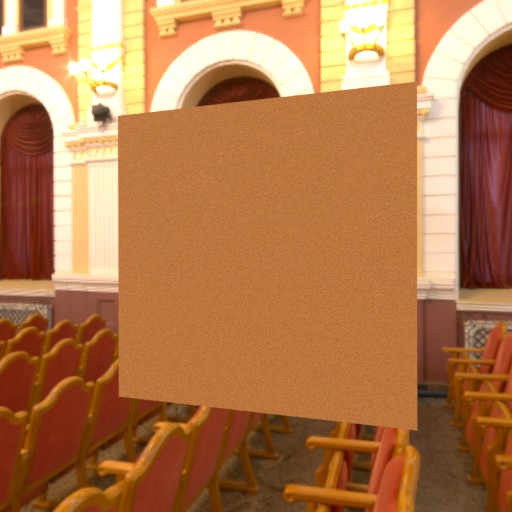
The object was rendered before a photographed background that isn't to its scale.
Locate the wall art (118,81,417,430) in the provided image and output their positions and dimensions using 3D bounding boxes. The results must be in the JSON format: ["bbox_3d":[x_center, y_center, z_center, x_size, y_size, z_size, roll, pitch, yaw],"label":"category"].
[{"bbox_3d":[0.000,0.000,0.567,0.386,0.385,0.038,0,0,18],"label":"wall art"}]
